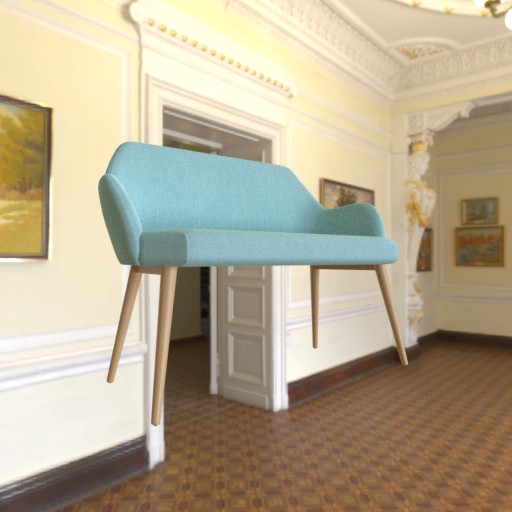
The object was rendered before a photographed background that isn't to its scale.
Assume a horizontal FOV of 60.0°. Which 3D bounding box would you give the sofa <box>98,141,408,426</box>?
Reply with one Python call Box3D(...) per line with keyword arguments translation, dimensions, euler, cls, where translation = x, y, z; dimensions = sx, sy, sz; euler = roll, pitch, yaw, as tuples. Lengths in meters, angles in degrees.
Box3D(translation=(0.000, 0.000, 1.612), dimensions=(1.150, 0.840, 0.610), euler=(0, 0, -37), cls="sofa")
